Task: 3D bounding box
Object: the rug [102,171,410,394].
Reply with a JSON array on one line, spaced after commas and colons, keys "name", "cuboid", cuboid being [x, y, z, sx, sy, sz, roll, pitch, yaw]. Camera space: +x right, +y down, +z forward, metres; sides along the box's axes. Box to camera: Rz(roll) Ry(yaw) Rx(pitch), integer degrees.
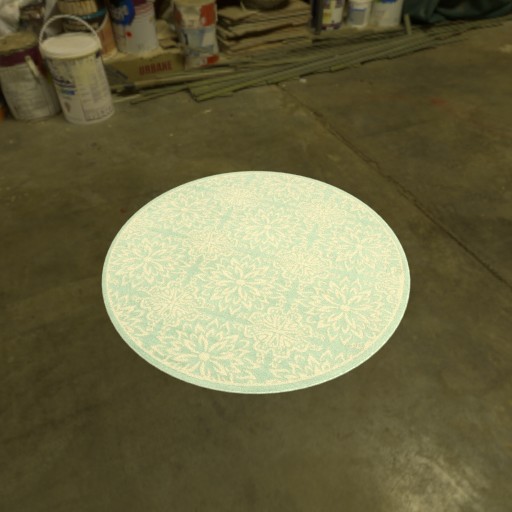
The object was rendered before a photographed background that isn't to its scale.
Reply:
[{"name": "rug", "cuboid": [0.000, 0.000, 2.358, 1.593, 0.012, 1.593, 0, 45, 0]}]
